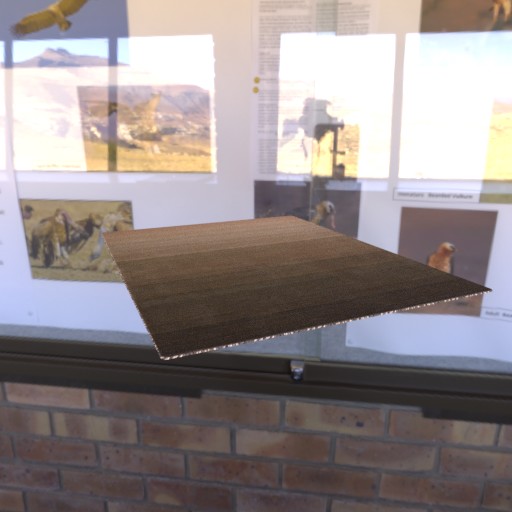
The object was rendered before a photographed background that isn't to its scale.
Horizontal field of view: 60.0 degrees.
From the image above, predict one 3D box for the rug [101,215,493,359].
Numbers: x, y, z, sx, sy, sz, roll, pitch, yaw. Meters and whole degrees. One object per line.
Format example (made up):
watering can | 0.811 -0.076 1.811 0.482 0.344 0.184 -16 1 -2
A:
rug | 0.000 0.000 3.868 2.305 0.017 2.902 -7 18 -23
